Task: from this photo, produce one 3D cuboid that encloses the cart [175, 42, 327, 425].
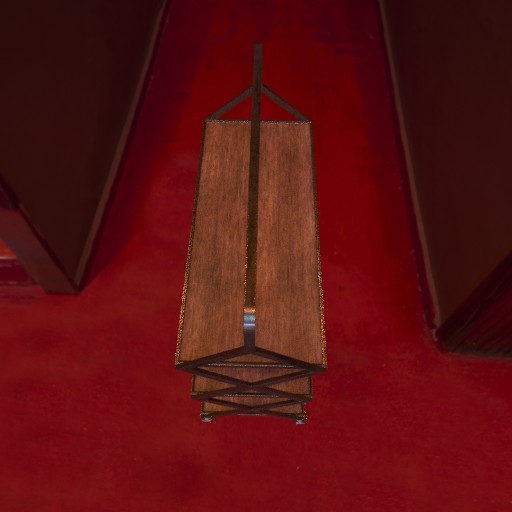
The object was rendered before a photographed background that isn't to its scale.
[{"bbox_3d":[0.000,0.000,1.172,0.313,0.805,0.723,1,59,1],"label":"cart"}]
